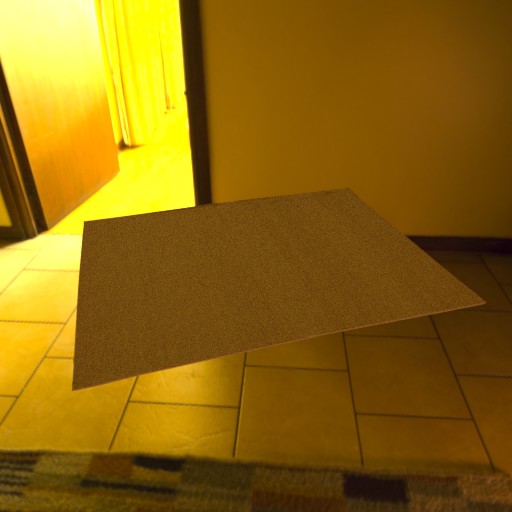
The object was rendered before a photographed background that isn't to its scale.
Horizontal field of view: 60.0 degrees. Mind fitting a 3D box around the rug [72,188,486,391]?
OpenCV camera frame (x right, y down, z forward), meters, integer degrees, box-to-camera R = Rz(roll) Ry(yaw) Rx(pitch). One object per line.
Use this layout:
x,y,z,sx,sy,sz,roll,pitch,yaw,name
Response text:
0.000,0.000,4.211,3.202,0.045,2.434,-9,33,-14,rug
